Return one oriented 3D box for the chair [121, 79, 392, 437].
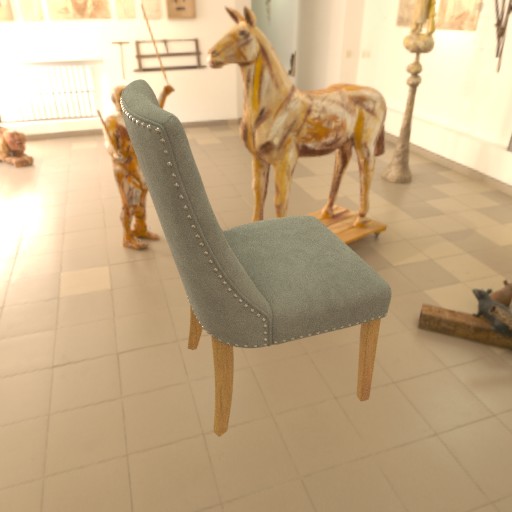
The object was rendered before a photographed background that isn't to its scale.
[{"bbox_3d":[0.000,0.000,1.250,0.610,0.902,0.495,-10,31,-16],"label":"chair"}]
